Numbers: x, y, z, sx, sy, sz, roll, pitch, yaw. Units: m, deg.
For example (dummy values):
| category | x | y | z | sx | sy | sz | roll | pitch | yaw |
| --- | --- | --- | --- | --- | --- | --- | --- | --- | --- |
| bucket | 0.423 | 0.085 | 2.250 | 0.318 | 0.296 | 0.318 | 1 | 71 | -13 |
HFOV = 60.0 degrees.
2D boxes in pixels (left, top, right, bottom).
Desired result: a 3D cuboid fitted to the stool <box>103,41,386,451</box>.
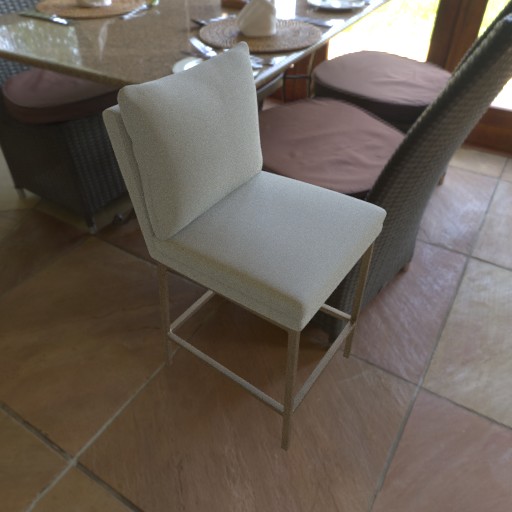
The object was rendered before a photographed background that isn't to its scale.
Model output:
| category | x | y | z | sx | sy | sz | roll | pitch | yaw |
| --- | --- | --- | --- | --- | --- | --- | --- | --- | --- |
| stool | 0.000 | 0.000 | 1.299 | 0.572 | 1.032 | 0.463 | 24 | 46 | 26 |
